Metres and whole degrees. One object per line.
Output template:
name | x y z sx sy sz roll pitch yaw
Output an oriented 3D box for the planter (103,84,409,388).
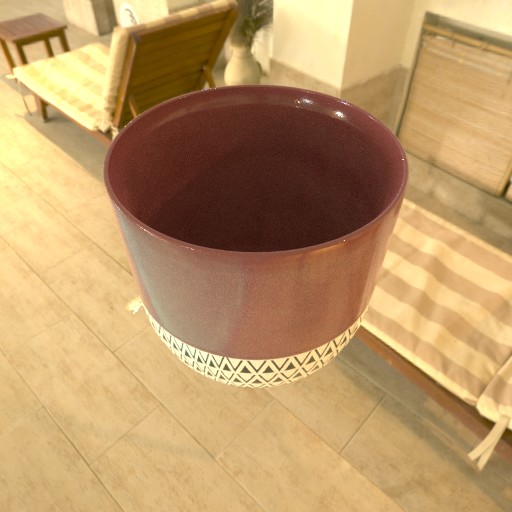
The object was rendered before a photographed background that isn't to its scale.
planter | 0.000 0.000 0.490 0.266 0.270 0.266 0 45 0
